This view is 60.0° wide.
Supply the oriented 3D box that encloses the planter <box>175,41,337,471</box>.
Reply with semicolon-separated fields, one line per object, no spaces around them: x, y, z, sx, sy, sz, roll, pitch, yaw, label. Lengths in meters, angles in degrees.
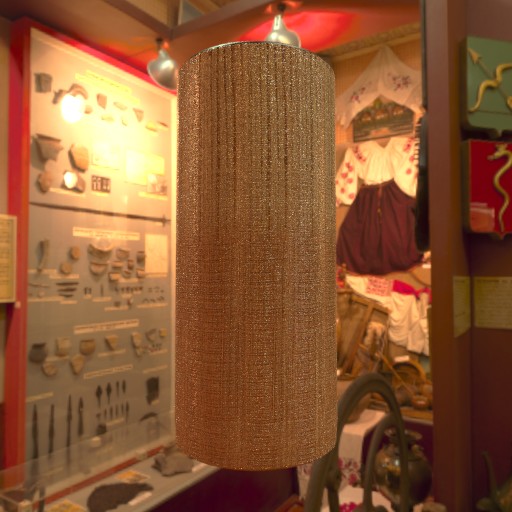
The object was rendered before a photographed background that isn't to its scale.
0.000;0.000;0.281;0.100;0.227;0.100;-1;-3;35;planter
